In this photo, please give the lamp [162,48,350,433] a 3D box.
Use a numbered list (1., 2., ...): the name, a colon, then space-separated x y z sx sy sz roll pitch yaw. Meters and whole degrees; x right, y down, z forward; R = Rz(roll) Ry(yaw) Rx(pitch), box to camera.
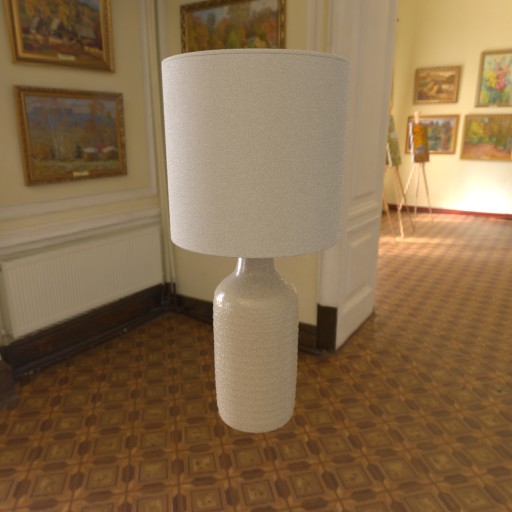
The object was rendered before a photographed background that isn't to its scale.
1. lamp: 0.000 0.000 0.594 0.220 0.475 0.220 -15 22 -42
